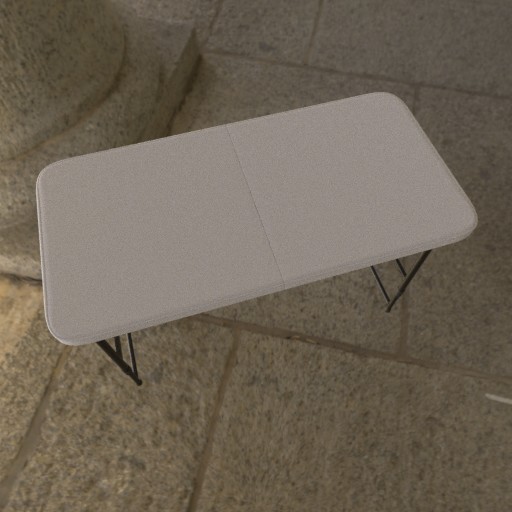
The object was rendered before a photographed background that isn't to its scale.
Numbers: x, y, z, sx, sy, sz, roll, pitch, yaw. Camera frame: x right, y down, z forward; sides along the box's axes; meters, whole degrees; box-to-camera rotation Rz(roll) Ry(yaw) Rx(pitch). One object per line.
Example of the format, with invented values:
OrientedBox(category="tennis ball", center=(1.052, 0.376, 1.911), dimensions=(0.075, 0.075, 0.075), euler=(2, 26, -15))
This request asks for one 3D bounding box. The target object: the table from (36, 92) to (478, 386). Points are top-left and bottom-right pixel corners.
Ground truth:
OrientedBox(category="table", center=(0.000, 0.000, 1.630), dimensions=(1.245, 0.737, 0.611), euler=(-15, 61, -8))
